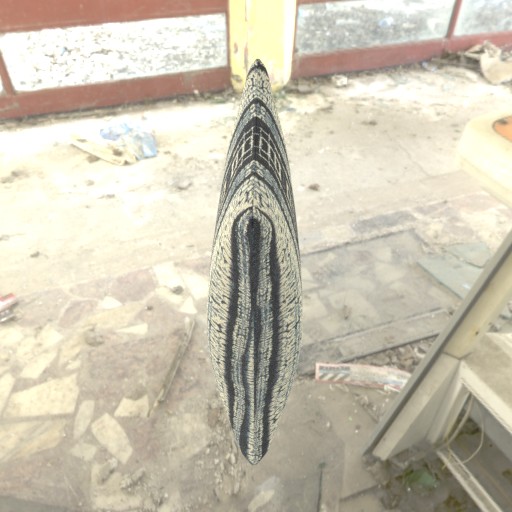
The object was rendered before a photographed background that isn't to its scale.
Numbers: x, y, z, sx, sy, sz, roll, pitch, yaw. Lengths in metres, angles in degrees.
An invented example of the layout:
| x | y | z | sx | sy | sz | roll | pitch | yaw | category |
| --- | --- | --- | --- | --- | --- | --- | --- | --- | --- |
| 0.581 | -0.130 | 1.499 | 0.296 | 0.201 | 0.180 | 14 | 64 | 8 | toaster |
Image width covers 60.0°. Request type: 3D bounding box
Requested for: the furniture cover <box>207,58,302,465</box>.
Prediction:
| x | y | z | sx | sy | sz | roll | pitch | yaw | category |
| --- | --- | --- | --- | --- | --- | --- | --- | --- | --- |
| 0.000 | 0.000 | 0.656 | 0.133 | 0.435 | 0.425 | 1 | 41 | 1 | furniture cover |
